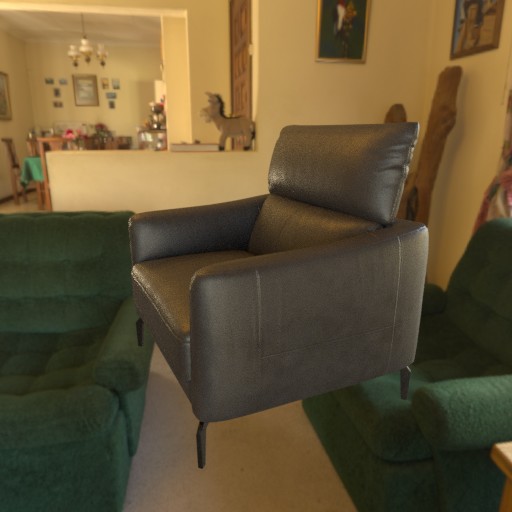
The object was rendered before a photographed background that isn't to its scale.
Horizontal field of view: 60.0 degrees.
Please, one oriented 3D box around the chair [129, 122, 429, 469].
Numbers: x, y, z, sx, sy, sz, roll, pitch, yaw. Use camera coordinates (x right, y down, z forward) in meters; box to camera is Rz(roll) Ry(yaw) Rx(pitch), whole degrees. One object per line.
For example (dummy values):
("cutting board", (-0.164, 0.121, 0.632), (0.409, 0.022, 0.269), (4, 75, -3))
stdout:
("chair", (0.000, 0.000, 1.647), (0.809, 0.949, 0.976), (-8, 17, -25))
